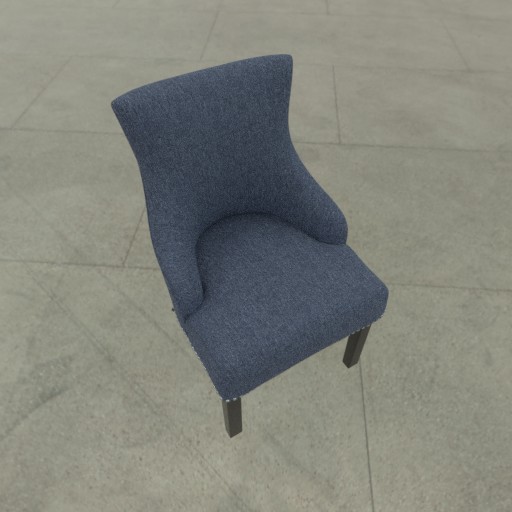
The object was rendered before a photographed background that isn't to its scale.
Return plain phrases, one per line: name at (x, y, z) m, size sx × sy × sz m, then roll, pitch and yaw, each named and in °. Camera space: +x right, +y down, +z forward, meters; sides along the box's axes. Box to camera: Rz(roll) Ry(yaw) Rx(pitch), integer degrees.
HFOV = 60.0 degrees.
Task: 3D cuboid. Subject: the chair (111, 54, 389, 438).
chair at (0.000, 0.000, 1.312) m, size 0.566 × 0.909 × 0.629 m, roll -24°, pitch 51°, yaw -20°
